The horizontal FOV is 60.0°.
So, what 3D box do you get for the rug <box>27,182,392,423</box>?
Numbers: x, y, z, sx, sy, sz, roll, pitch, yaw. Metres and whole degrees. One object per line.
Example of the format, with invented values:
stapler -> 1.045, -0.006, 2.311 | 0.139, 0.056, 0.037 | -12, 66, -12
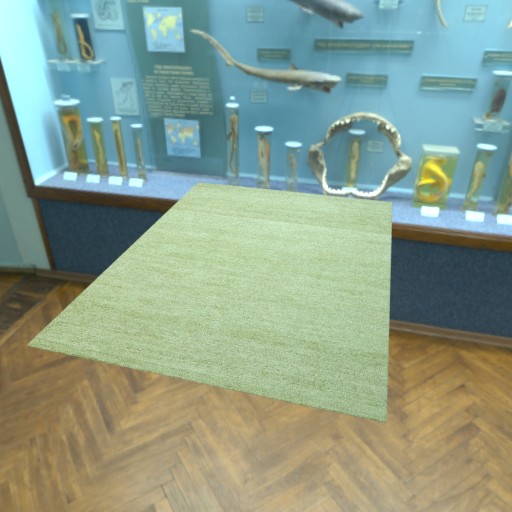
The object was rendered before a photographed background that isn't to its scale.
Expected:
rug -> 0.000, 0.000, 4.130 | 2.425, 0.016, 3.198 | 8, 32, 13
